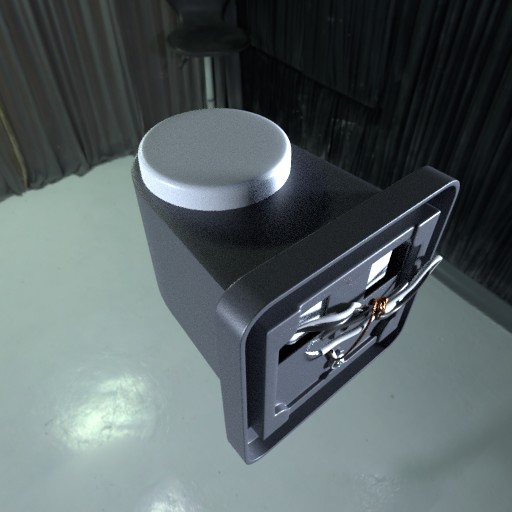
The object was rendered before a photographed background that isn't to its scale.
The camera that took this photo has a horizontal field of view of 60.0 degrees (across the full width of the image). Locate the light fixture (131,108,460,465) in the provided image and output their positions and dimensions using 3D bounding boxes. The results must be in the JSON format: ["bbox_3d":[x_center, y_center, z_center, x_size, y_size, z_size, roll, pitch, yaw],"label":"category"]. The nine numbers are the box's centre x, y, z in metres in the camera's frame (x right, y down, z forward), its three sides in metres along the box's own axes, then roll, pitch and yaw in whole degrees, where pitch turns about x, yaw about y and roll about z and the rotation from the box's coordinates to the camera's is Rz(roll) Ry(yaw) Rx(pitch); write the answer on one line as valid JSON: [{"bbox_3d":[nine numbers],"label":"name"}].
[{"bbox_3d":[0.000,0.000,0.210,0.109,0.109,0.132,-31,53,-27],"label":"light fixture"}]
